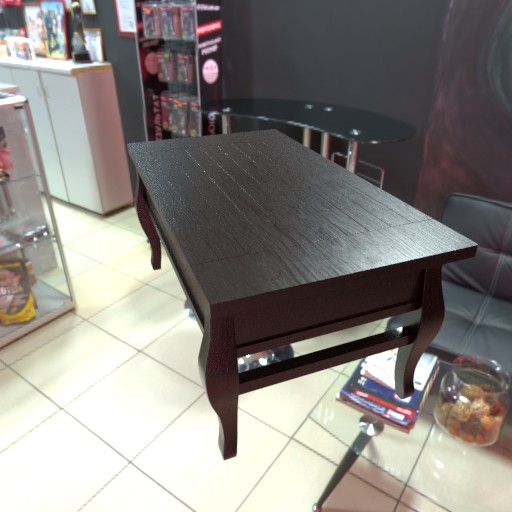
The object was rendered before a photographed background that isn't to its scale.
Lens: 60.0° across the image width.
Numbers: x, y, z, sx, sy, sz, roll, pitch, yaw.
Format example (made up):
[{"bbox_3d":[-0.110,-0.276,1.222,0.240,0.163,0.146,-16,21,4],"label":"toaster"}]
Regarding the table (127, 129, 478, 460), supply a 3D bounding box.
[{"bbox_3d":[0.000,0.000,1.385,0.600,0.494,1.062,-11,31,-19],"label":"table"}]
